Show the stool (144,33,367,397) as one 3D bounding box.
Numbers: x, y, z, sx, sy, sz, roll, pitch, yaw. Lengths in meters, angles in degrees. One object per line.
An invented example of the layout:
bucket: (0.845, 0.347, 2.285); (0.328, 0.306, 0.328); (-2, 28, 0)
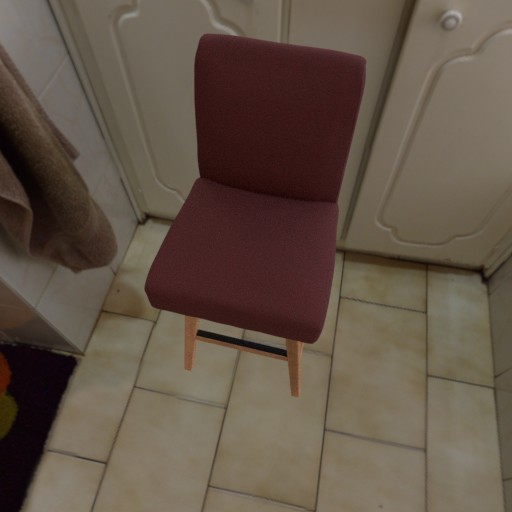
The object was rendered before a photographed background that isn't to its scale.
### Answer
stool: (0.000, 0.000, 1.367); (0.468, 1.093, 0.562); (12, 59, 7)
